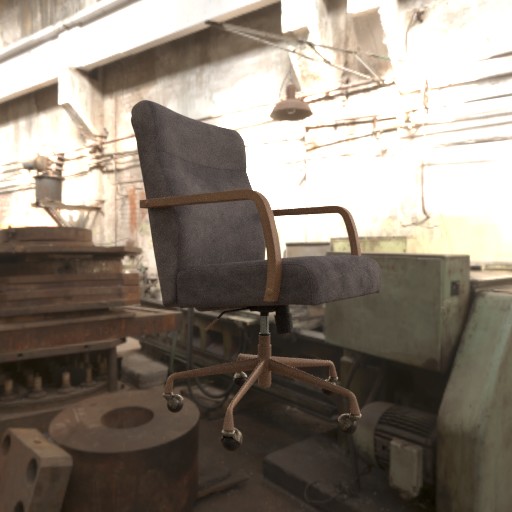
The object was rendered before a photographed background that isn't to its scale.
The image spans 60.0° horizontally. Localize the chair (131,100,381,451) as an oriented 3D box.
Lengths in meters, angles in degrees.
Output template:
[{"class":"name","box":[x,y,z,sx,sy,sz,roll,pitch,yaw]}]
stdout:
[{"class":"chair","box":[0.000,0.000,1.473,0.741,1.029,0.640,0,1,36]}]
